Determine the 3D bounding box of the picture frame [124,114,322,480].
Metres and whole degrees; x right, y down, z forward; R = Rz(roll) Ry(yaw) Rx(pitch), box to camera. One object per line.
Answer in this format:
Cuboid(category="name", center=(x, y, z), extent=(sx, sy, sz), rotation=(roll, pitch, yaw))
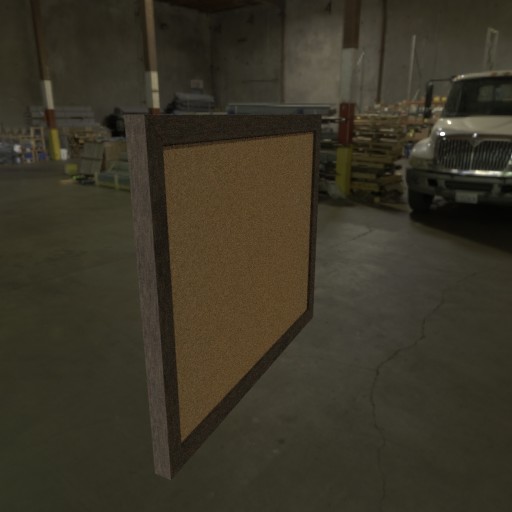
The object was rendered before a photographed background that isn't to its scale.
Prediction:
Cuboid(category="picture frame", center=(0.000, 0.000, 0.747), extent=(0.026, 0.455, 0.546), rotation=(9, 20, 25))
